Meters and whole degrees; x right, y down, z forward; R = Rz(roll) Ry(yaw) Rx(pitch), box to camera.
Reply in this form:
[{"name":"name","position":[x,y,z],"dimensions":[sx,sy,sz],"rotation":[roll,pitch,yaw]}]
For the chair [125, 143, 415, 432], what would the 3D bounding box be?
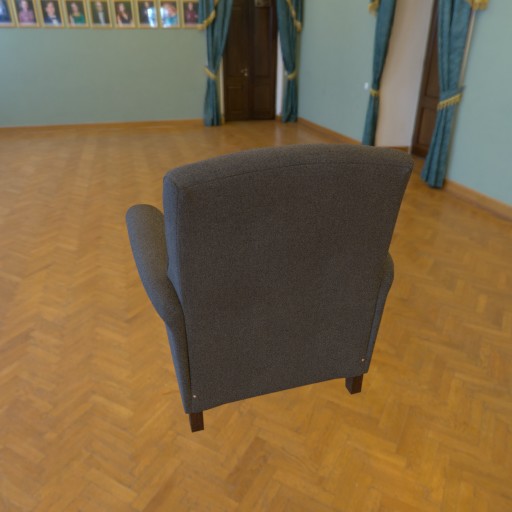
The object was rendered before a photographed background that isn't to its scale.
[{"name":"chair","position":[0.000,0.000,1.805],"dimensions":[0.978,1.061,0.905],"rotation":[-8,27,-15]}]
